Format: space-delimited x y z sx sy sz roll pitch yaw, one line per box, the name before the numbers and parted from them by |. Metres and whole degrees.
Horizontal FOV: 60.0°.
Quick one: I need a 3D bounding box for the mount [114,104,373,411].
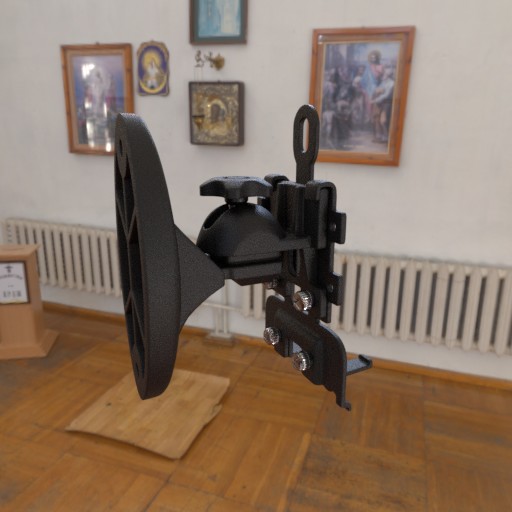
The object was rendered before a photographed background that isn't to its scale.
mount | 0.000 0.000 0.180 0.100 0.118 0.066 -7 16 -25
